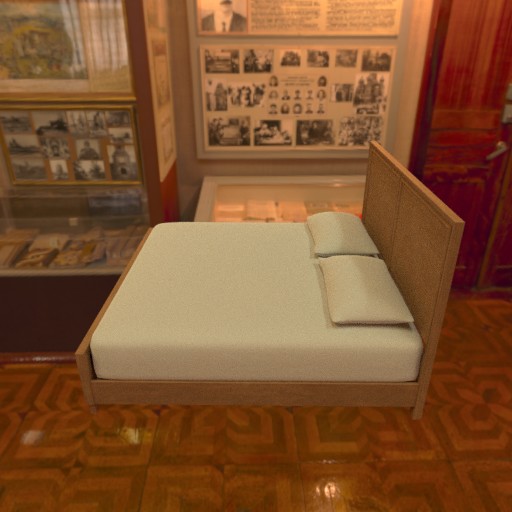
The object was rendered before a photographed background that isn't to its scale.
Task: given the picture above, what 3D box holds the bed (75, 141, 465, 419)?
[{"bbox_3d":[0.000,0.000,3.506,2.184,1.387,2.003,0,26,1],"label":"bed"}]
